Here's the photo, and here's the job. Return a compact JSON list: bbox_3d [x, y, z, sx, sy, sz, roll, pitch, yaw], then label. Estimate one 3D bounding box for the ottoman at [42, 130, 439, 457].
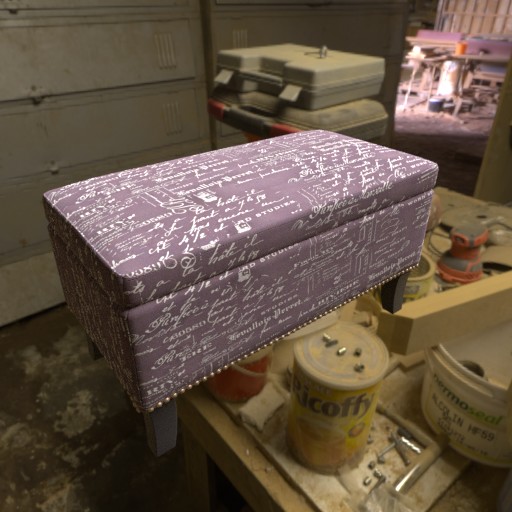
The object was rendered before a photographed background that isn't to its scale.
[{"bbox_3d":[0.000,0.000,1.065,0.813,0.457,0.406,-22,37,-32],"label":"ottoman"}]
